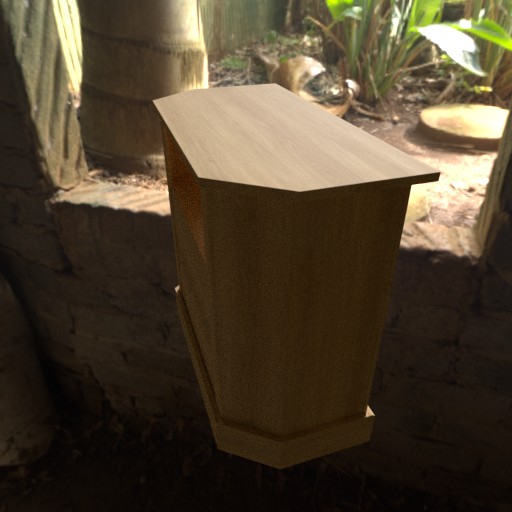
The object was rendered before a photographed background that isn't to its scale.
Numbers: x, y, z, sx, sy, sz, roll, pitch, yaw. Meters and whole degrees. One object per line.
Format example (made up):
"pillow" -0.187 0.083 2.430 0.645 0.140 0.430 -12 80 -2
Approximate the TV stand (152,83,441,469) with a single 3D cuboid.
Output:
"TV stand" 0.000 0.000 1.299 0.425 0.781 0.851 -10 33 -16
